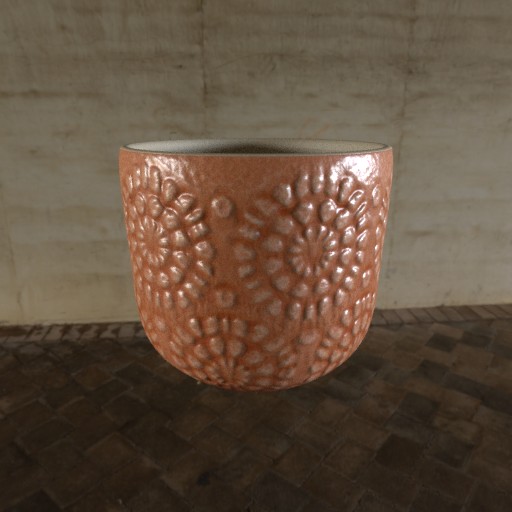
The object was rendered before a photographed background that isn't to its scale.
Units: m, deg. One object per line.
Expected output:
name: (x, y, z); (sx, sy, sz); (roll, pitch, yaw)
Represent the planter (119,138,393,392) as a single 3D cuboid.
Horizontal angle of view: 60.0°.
planter: (0.000, 0.000, 0.223); (0.124, 0.109, 0.124); (0, 17, 0)
